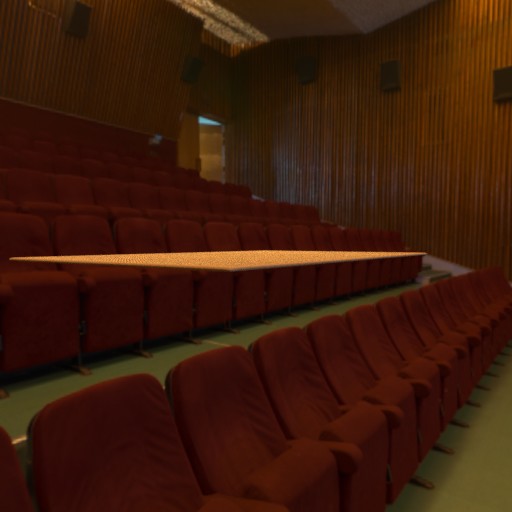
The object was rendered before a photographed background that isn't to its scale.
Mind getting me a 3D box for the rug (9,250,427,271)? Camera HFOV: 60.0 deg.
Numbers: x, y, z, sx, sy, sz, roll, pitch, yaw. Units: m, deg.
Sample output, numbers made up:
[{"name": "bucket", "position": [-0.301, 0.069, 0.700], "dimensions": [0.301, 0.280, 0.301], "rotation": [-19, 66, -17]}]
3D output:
[{"name": "rug", "position": [0.000, 0.000, 2.004], "dimensions": [1.061, 0.012, 1.668], "rotation": [1, 2, 36]}]
